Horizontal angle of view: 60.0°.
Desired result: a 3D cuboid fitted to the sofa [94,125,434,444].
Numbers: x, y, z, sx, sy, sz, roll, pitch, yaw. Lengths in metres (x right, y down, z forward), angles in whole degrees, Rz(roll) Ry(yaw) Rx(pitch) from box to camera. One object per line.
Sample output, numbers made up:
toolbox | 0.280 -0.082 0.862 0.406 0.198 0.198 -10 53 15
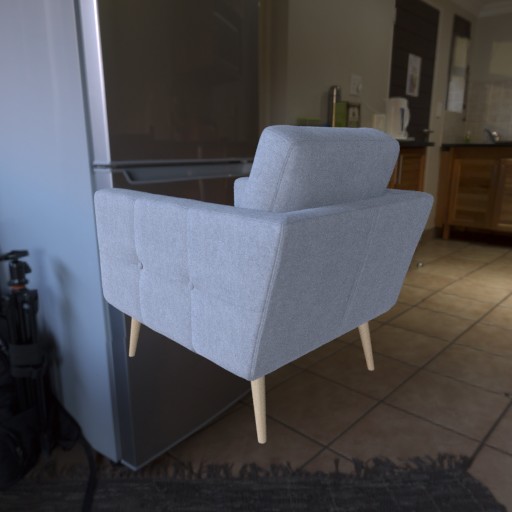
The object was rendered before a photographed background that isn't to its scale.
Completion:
sofa | 0.000 0.000 1.552 0.770 0.860 0.920 -14 20 -43
